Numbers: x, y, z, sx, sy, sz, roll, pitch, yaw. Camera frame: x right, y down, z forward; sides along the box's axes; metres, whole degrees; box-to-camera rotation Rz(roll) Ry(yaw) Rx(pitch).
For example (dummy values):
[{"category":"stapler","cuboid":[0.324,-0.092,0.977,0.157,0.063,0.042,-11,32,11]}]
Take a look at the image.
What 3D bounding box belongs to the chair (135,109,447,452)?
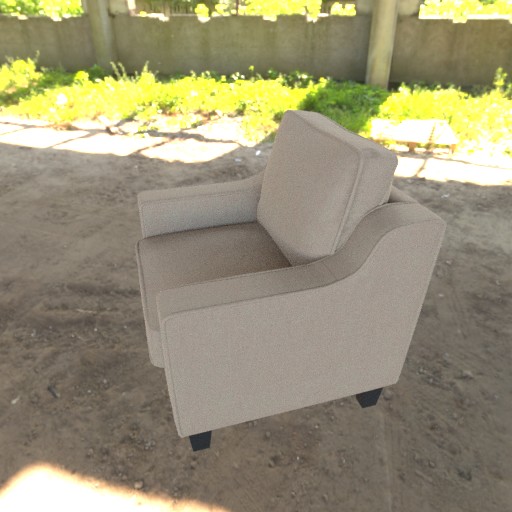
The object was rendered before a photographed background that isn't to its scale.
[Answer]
[{"category":"chair","cuboid":[0.000,0.000,1.687,0.882,0.948,0.922,-9,31,-15]}]
